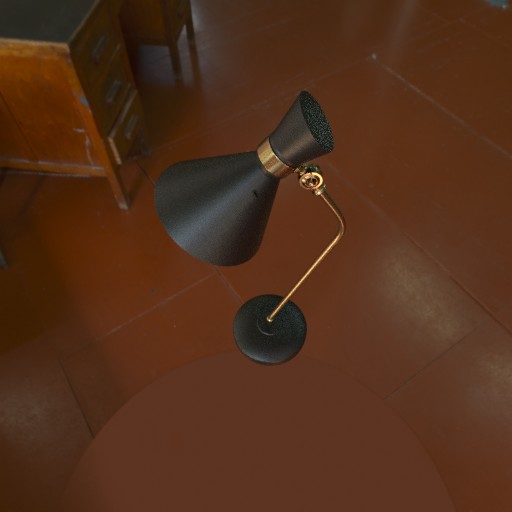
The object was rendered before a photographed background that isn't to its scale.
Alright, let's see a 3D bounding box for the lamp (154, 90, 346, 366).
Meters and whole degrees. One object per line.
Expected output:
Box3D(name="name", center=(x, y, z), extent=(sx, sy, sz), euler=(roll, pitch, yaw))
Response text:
Box3D(name="lamp", center=(0.000, 0.000, 0.788), extent=(0.292, 0.647, 0.189), euler=(0, 56, 0))
